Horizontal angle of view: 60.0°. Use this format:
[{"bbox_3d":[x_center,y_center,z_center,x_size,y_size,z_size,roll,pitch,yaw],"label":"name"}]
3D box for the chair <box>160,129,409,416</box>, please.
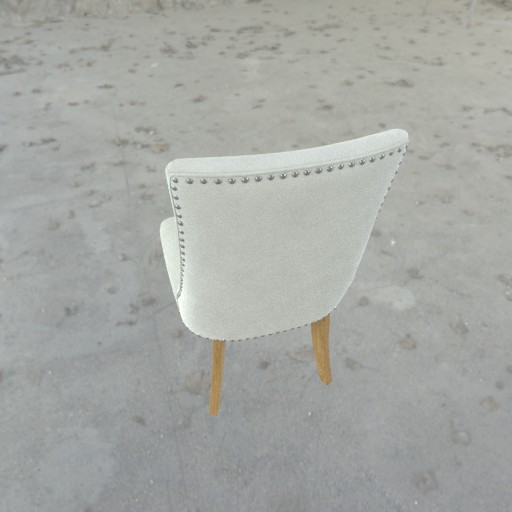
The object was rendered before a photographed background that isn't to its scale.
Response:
[{"bbox_3d":[0.000,0.000,1.267,0.495,0.902,0.610,-11,41,-13],"label":"chair"}]
